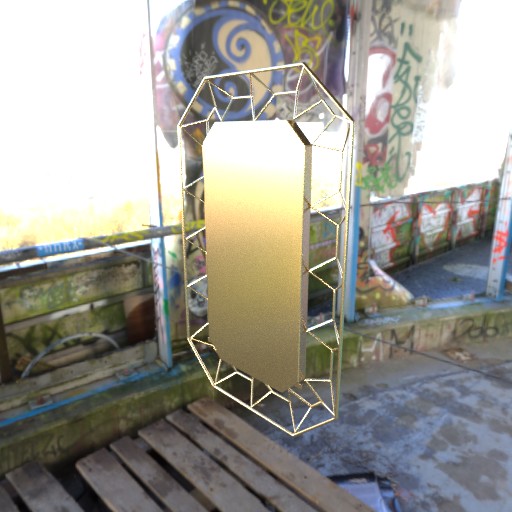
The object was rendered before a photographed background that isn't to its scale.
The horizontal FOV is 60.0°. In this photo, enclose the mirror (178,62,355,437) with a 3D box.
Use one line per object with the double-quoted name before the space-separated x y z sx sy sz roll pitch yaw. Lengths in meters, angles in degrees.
"mirror" 0.000 0.000 1.120 0.051 0.870 0.572 -14 21 -42
